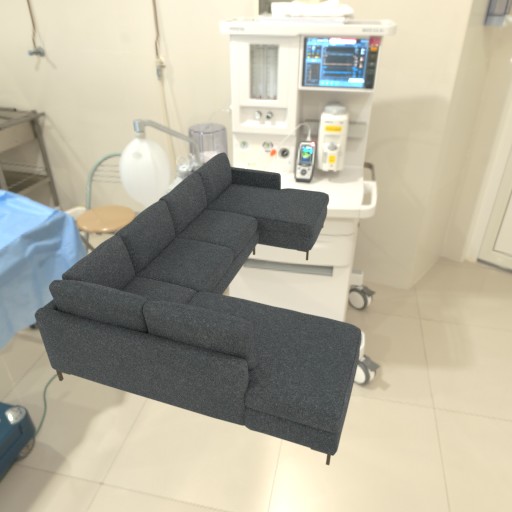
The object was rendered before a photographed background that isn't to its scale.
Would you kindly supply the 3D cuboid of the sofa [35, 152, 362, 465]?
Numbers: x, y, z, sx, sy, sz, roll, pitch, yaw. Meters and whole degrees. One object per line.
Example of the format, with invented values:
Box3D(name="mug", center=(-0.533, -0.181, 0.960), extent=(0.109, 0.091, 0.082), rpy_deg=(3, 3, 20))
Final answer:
Box3D(name="sofa", center=(0.000, 0.000, 3.807), extent=(2.007, 0.813, 2.956), rpy_deg=(10, 33, 16))
